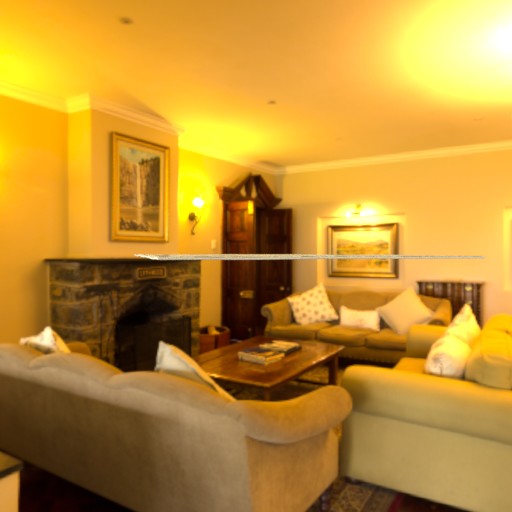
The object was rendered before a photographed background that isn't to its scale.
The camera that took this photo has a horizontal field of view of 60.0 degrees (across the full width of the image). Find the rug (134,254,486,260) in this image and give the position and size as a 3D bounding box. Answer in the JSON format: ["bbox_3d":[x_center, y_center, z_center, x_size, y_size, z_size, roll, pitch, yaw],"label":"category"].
[{"bbox_3d":[0.000,0.000,3.035,1.531,0.023,2.444,0,0,-17],"label":"rug"}]
